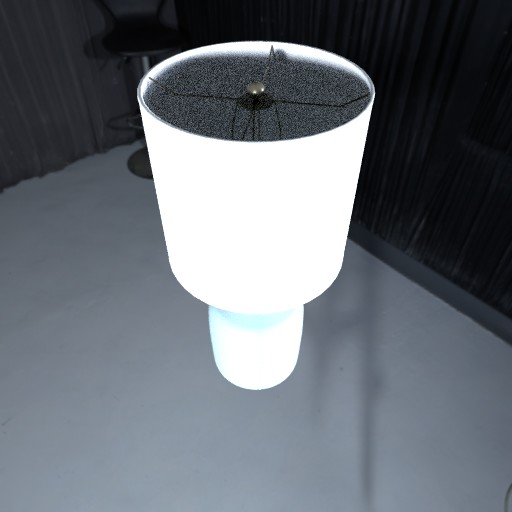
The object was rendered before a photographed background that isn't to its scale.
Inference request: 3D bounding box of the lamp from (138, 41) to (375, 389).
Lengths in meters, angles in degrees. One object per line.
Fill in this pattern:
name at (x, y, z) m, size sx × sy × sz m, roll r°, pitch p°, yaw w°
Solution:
lamp at (0.000, 0.000, 1.098) m, size 0.418 × 0.871 × 0.418 m, roll -32°, pitch 53°, yaw -28°
